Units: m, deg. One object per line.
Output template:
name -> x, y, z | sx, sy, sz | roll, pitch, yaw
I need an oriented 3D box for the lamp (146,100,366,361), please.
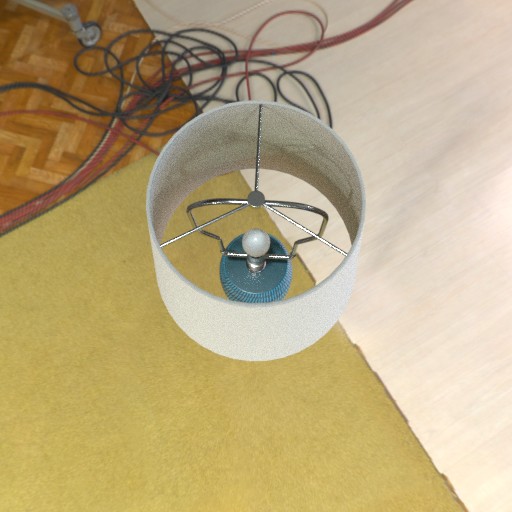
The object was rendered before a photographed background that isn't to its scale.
lamp -> 0.000, 0.000, 0.550 | 0.254, 0.392, 0.254 | 0, 76, 0
